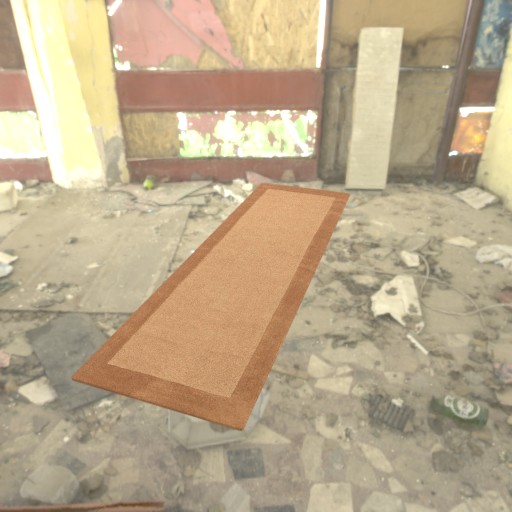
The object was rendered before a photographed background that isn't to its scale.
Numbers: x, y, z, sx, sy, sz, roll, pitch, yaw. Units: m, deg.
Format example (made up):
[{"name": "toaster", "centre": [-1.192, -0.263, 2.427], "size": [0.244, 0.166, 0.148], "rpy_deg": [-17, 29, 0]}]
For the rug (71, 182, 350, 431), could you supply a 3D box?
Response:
[{"name": "rug", "centre": [0.000, 0.000, 2.714], "size": [0.764, 0.017, 2.439], "rpy_deg": [10, 31, 17]}]
